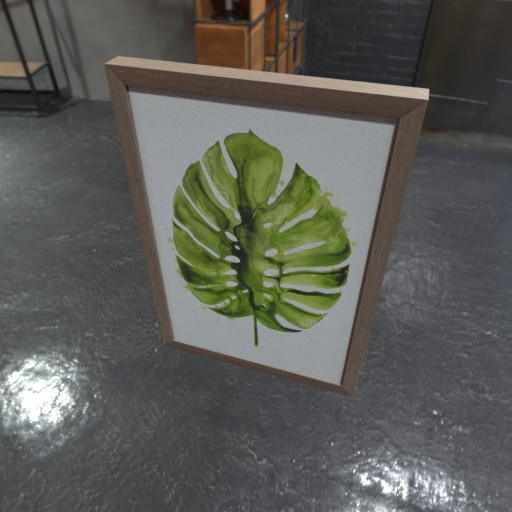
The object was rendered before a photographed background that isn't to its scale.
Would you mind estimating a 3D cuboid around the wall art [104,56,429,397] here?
[{"bbox_3d":[0.000,0.000,0.643,0.358,0.510,0.032,12,42,14],"label":"wall art"}]
